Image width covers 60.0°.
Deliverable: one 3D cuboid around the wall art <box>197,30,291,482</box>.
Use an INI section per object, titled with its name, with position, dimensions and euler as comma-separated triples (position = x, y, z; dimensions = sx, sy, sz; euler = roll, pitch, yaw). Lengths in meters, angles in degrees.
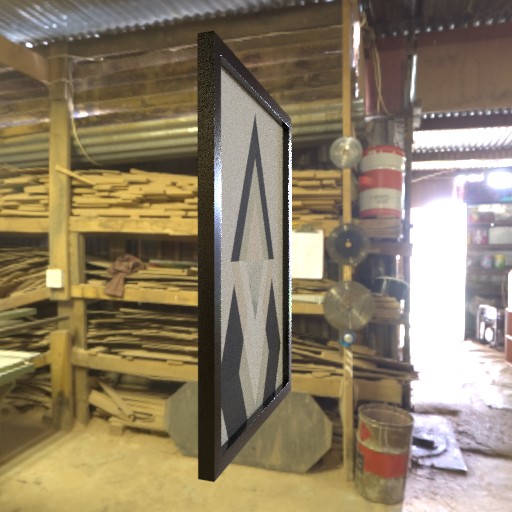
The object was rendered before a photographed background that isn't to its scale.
[wall art]
position = 0.000, 0.000, 0.598
dimensions = 0.019, 0.455, 0.314
euler = 0, 1, 19
